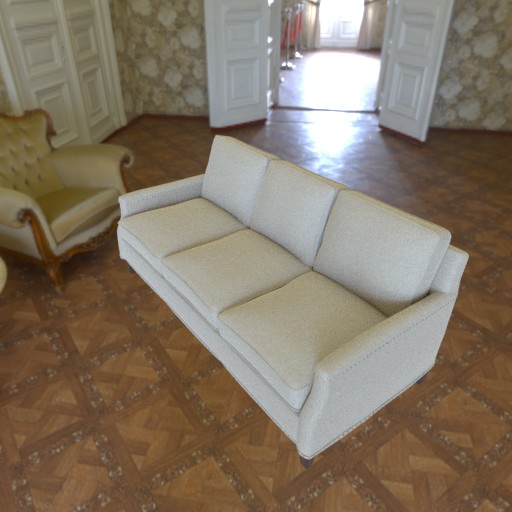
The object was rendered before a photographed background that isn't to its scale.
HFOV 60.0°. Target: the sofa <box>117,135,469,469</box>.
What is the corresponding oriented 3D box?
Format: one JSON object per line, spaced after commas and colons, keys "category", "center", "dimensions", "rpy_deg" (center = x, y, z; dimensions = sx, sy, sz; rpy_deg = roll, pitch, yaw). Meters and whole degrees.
{"category": "sofa", "center": [0.000, 0.000, 2.866], "dimensions": [1.084, 1.003, 2.246], "rpy_deg": [-21, 38, -30]}
